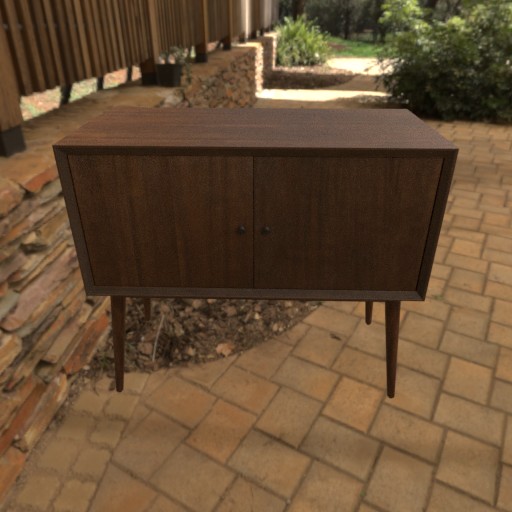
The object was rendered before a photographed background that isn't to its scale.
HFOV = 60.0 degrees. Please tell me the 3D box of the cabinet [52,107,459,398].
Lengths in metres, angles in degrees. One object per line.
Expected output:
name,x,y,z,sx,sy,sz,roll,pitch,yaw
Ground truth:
cabinet,0.000,0.000,1.121,0.743,0.654,0.354,1,29,1
